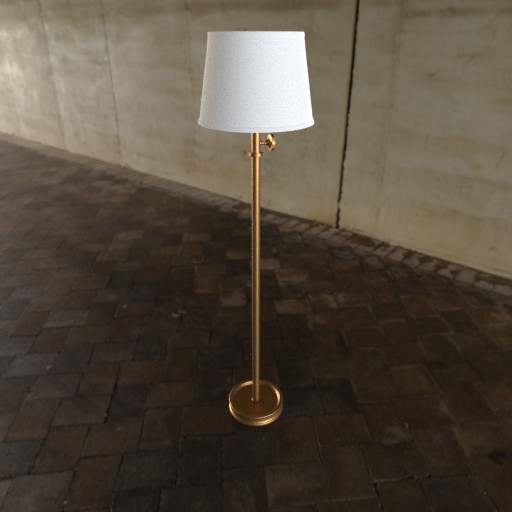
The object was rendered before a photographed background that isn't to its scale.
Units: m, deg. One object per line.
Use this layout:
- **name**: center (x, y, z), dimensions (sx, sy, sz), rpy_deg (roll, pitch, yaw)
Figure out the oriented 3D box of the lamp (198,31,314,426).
- **lamp**: center (0.000, 0.000, 0.787), dimensions (0.178, 0.710, 0.178), rpy_deg (0, 26, 0)
